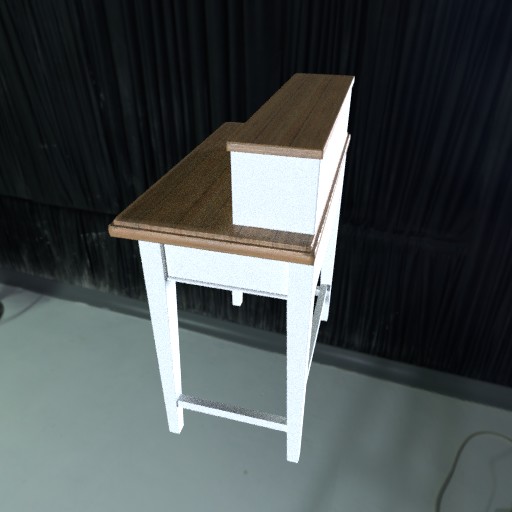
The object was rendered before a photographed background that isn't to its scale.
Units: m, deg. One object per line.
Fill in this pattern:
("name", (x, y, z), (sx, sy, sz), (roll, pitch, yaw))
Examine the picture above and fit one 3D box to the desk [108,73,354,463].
("desk", (0.000, 0.000, 1.422), (0.462, 0.981, 0.814), (8, 34, 13))
